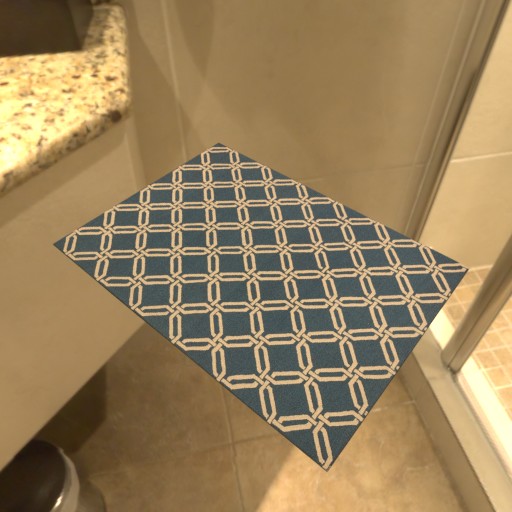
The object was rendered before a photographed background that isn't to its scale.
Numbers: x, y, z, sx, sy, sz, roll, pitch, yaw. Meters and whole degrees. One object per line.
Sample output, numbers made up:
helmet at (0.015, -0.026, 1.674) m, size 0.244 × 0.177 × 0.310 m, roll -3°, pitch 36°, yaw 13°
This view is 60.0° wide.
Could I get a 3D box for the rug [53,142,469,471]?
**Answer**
rug at (0.000, 0.000, 4.379) m, size 3.342 × 0.018 × 2.432 m, roll 32°, pitch 55°, yaw 26°
